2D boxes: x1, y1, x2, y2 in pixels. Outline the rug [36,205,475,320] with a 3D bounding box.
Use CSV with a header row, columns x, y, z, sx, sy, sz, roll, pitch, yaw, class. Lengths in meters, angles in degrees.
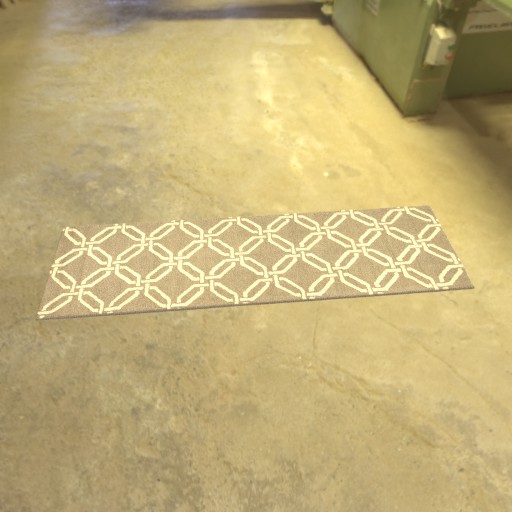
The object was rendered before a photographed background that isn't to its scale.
x,y,z,sx,sy,sz,roll,pitch,yaw,class
0.000,0.000,2.513,2.276,0.014,0.678,-4,47,-4,rug
